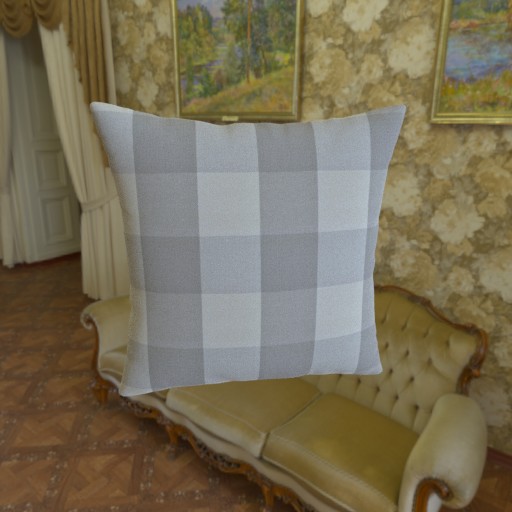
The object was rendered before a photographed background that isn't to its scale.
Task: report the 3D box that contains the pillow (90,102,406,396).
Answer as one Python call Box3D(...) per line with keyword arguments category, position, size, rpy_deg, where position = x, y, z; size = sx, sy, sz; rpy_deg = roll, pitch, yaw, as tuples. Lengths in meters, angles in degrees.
Box3D(category="pillow", position=(0.000, 0.000, 0.779), size=(0.511, 0.509, 0.161), rpy_deg=(-2, 16, -9))
